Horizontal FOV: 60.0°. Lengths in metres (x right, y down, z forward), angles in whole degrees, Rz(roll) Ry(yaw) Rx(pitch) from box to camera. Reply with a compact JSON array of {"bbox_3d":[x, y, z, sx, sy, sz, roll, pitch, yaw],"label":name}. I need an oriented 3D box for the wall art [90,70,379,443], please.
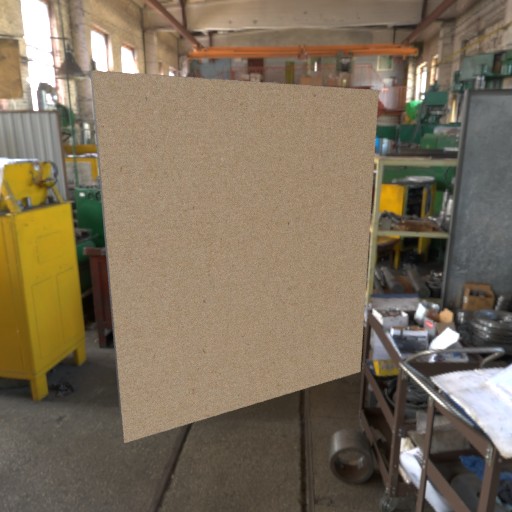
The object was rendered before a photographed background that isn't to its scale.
[{"bbox_3d":[0.000,0.000,1.176,0.755,0.863,0.028,-8,16,-27],"label":"wall art"}]
